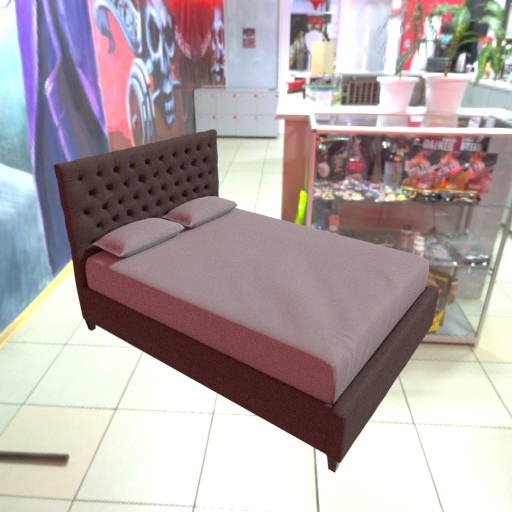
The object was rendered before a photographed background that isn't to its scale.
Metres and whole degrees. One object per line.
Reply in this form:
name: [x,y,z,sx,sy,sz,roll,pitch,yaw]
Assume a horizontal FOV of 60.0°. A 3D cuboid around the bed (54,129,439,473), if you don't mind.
bed: [0.000,0.000,3.408,2.387,1.427,1.698,18,31,32]
